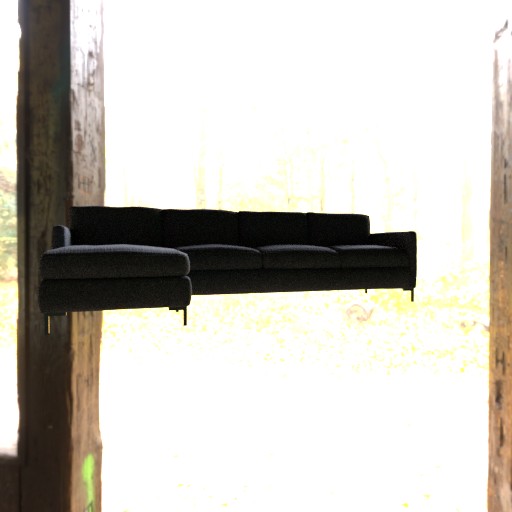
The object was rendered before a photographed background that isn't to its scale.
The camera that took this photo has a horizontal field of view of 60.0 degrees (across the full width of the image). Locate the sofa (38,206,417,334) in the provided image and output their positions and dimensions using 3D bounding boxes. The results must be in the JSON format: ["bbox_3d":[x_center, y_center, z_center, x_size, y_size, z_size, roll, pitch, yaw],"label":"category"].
[{"bbox_3d":[0.000,0.000,3.450,2.932,0.810,1.350,0,1,-20],"label":"sofa"}]
